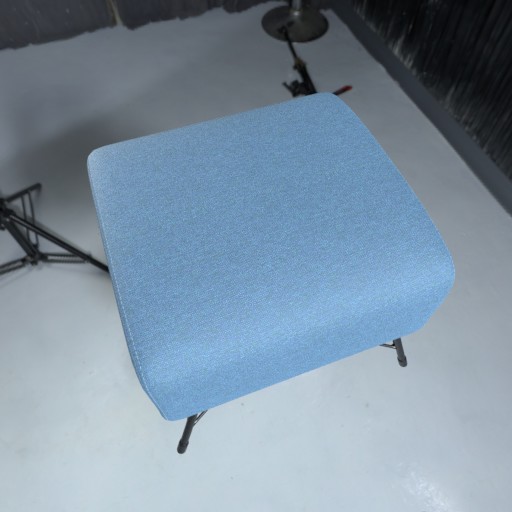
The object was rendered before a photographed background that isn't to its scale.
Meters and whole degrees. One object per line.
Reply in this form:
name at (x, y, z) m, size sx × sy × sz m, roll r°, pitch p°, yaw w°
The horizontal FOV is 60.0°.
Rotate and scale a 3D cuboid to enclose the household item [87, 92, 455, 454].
household item at (0.000, 0.000, 0.894) m, size 0.530 × 0.420 × 0.530 m, roll -17°, pitch 59°, yaw -11°
